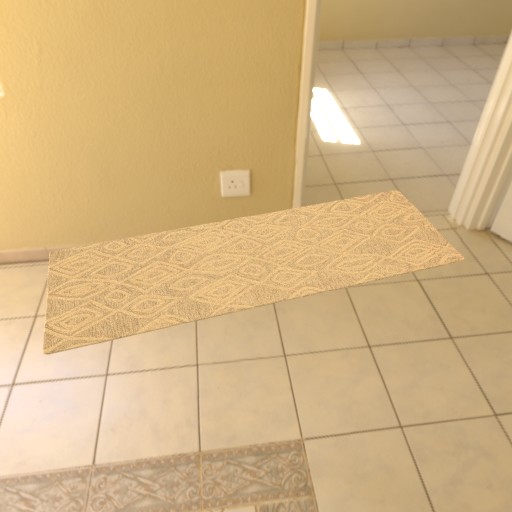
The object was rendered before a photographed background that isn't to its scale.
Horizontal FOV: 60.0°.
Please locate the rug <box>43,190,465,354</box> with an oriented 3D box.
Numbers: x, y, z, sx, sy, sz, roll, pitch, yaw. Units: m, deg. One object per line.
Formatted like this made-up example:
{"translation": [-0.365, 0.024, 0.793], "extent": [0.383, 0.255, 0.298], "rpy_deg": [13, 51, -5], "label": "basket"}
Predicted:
{"translation": [0.000, 0.000, 2.724], "extent": [2.436, 0.013, 0.807], "rpy_deg": [-11, 43, -12], "label": "rug"}
